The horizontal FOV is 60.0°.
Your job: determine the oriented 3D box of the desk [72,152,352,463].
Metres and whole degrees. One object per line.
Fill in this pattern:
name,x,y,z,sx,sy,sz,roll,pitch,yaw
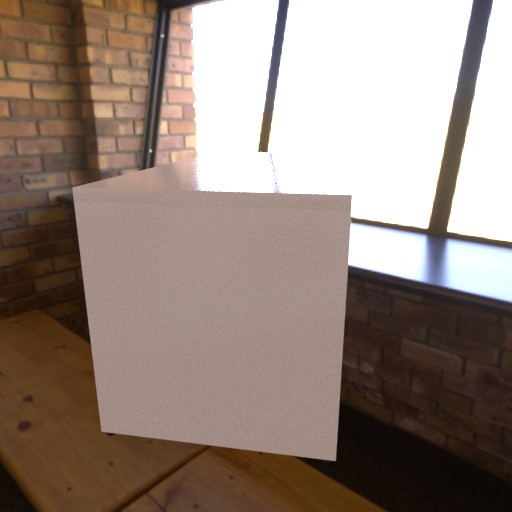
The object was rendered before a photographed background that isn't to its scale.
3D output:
desk,0.000,0.000,1.823,0.690,0.740,1.400,3,17,10
